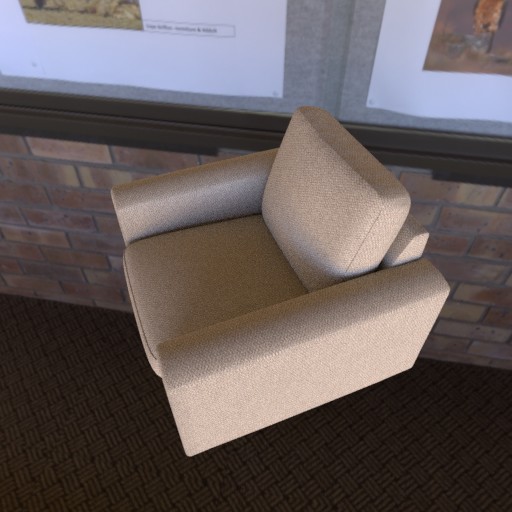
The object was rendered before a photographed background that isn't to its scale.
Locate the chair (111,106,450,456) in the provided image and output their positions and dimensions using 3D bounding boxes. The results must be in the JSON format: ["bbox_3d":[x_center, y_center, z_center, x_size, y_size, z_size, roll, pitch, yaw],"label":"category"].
[{"bbox_3d":[0.000,0.000,1.759,1.016,0.873,1.005,-16,49,-15],"label":"chair"}]
